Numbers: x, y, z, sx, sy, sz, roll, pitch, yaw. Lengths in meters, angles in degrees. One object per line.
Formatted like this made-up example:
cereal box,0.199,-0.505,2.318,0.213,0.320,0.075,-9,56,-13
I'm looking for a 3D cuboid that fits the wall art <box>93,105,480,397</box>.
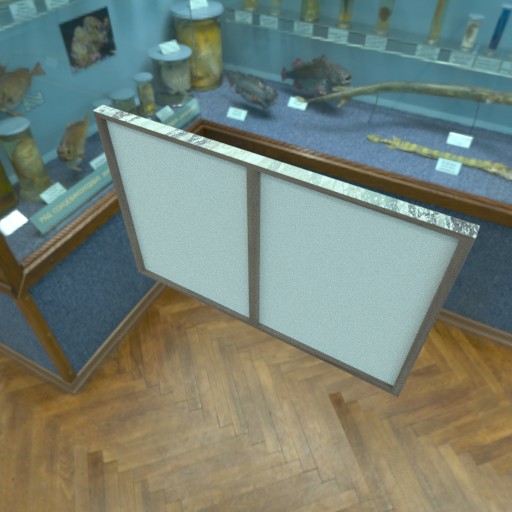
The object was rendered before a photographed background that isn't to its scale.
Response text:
wall art,0.000,0.000,1.169,0.919,0.598,0.038,23,50,21
